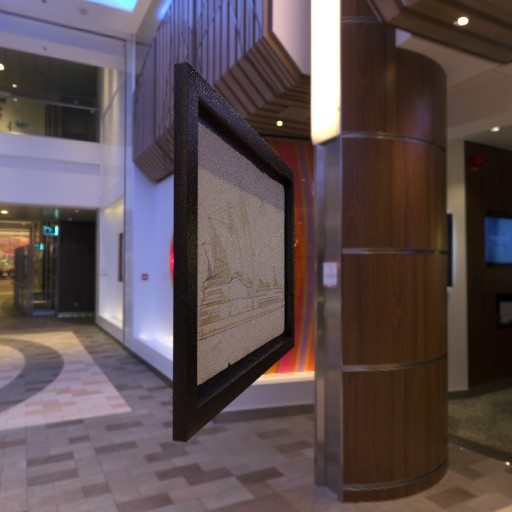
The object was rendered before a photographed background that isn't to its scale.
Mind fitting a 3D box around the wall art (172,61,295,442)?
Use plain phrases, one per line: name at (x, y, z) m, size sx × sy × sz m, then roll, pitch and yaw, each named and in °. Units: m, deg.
wall art at (0.000, 0.000, 0.568) m, size 0.013 × 0.306 × 0.440 m, roll 0°, pitch -1°, yaw 16°
